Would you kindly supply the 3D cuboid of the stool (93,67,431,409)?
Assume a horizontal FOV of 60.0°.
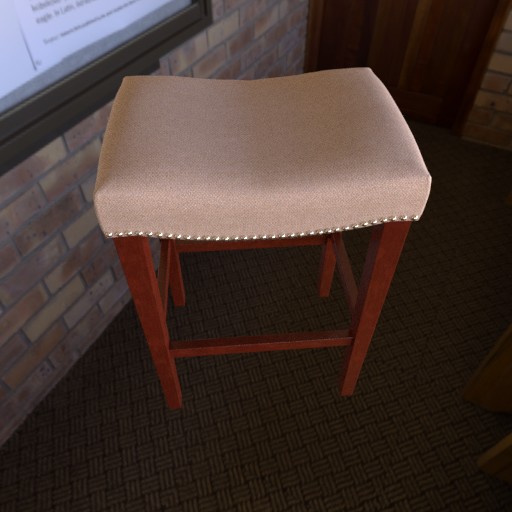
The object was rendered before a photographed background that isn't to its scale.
[{"bbox_3d":[0.000,0.000,1.008,0.504,0.742,0.372,-3,48,-3],"label":"stool"}]
